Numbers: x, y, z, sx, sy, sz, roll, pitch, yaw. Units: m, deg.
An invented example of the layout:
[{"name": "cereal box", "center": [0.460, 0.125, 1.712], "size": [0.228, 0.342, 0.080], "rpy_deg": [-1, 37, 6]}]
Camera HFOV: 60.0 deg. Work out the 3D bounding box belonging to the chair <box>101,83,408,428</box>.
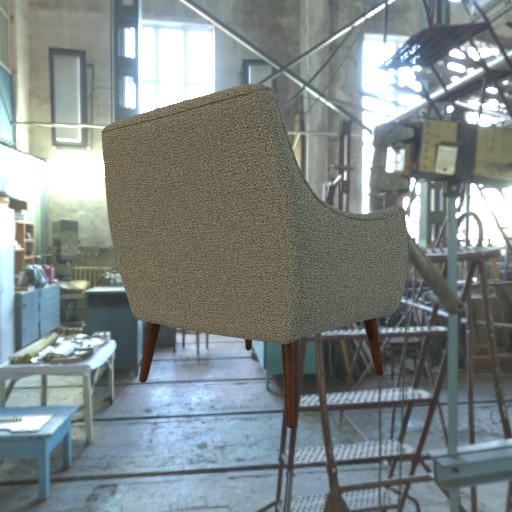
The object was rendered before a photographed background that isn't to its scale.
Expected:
[{"name": "chair", "center": [0.000, 0.000, 1.465], "size": [0.762, 0.838, 0.787], "rpy_deg": [1, 2, 38]}]
